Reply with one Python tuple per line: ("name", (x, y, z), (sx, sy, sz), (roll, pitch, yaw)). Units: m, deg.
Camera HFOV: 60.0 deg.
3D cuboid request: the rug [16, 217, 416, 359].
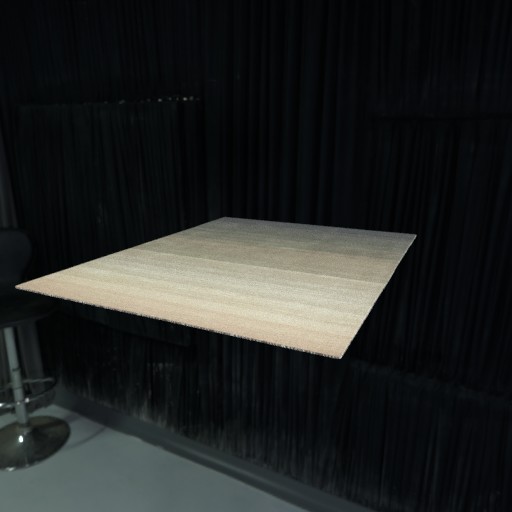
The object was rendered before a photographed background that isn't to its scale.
("rug", (0.000, 0.000, 3.860), (2.315, 0.015, 2.932), (7, 17, 25))
